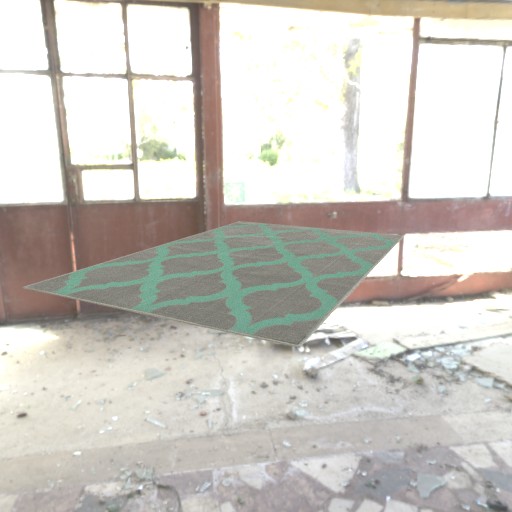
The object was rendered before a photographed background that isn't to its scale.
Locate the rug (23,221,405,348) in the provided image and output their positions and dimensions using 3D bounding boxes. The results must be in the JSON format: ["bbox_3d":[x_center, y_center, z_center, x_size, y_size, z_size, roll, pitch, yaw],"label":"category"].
[{"bbox_3d":[0.000,0.000,2.925,1.524,0.006,2.286,7,16,26],"label":"rug"}]
